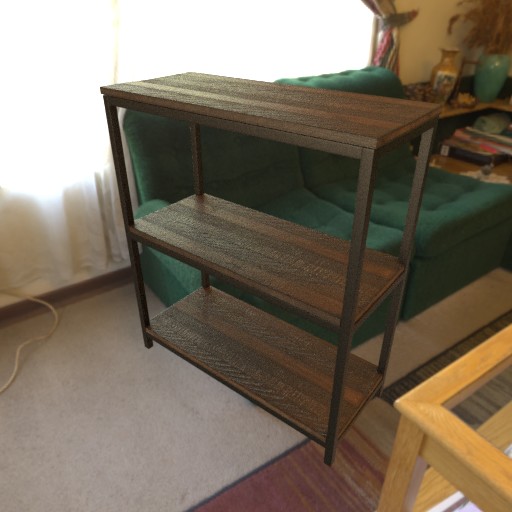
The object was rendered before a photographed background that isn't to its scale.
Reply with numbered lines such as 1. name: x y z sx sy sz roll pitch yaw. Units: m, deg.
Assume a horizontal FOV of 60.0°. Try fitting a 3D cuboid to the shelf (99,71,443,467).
1. shelf: 0.000 0.000 1.362 0.822 0.947 0.352 22 37 32
